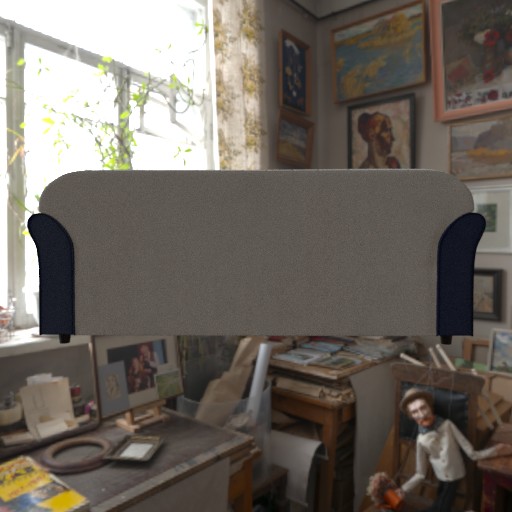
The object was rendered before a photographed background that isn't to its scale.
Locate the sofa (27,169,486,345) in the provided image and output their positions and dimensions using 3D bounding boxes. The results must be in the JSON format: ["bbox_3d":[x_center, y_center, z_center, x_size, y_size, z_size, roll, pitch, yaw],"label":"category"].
[{"bbox_3d":[0.000,0.000,2.309,2.006,0.789,0.749,0,1,1],"label":"sofa"}]
